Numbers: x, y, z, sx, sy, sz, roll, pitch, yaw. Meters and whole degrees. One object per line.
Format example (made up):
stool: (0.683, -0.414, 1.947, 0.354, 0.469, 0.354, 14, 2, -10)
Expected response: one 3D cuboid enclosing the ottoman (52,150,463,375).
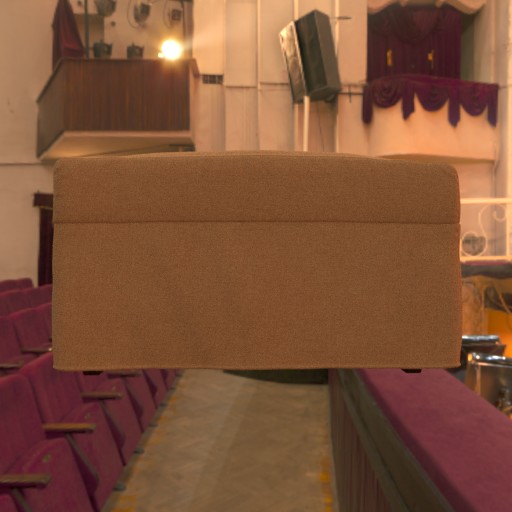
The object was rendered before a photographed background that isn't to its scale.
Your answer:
ottoman: (0.000, 0.000, 1.197, 0.833, 0.485, 0.650, 0, 0, -1)
